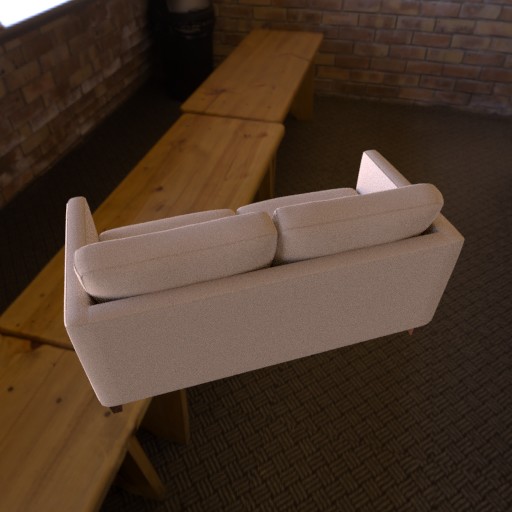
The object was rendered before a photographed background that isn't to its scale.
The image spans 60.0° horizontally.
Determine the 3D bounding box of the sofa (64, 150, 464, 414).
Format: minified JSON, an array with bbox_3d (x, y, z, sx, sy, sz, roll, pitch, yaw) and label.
[{"bbox_3d":[0.000,0.000,2.247,1.722,0.888,0.873,-12,44,-12],"label":"sofa"}]
